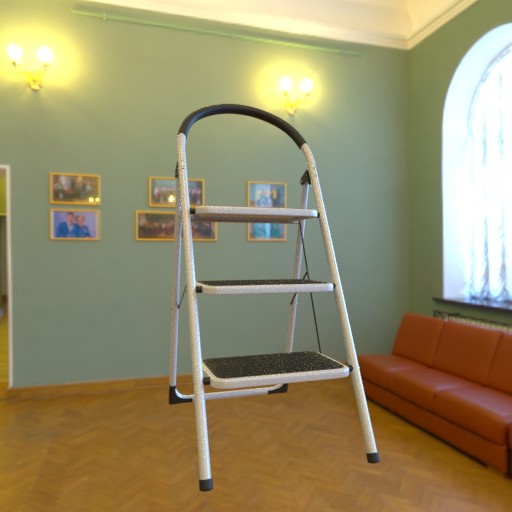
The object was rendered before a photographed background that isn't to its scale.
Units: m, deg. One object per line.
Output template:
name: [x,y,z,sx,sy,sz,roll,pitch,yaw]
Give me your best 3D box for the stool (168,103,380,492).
stool: [0.000,0.000,1.415,0.485,1.109,0.676,0,0,-18]
